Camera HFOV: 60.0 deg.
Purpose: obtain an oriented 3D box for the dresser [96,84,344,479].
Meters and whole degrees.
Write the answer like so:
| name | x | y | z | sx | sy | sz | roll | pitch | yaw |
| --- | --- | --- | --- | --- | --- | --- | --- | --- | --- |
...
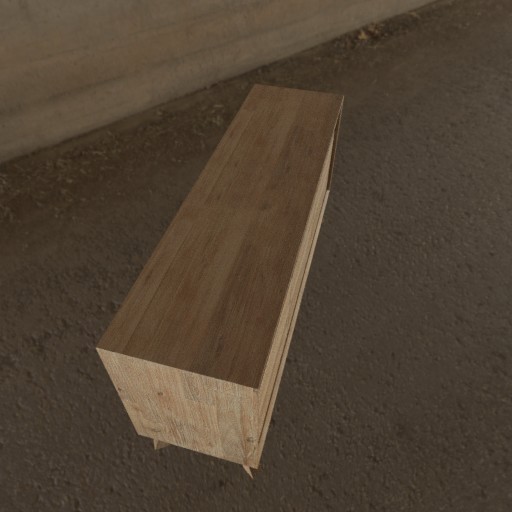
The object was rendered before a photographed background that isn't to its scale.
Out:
| name | x | y | z | sx | sy | sz | roll | pitch | yaw |
| --- | --- | --- | --- | --- | --- | --- | --- | --- | --- |
| dresser | 0.000 | 0.000 | 1.969 | 0.455 | 0.788 | 1.602 | 11 | 48 | 11 |
